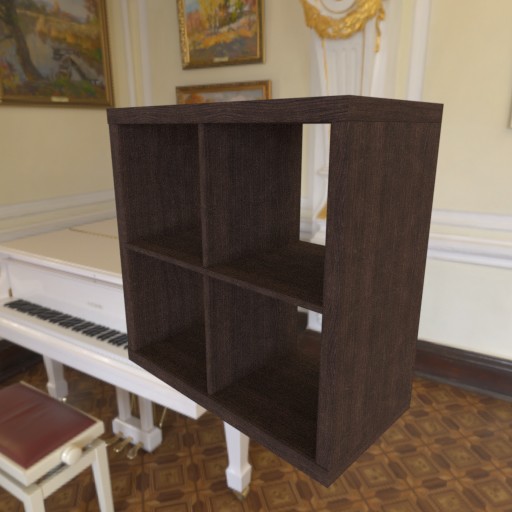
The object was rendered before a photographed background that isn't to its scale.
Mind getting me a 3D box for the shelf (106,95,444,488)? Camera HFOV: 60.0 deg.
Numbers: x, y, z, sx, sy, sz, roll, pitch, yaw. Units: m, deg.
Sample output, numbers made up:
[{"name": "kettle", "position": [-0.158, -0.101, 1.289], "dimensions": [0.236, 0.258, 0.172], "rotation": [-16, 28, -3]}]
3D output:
[{"name": "shelf", "position": [0.000, 0.000, 1.228], "dimensions": [0.790, 0.786, 0.390], "rotation": [15, 22, 41]}]
